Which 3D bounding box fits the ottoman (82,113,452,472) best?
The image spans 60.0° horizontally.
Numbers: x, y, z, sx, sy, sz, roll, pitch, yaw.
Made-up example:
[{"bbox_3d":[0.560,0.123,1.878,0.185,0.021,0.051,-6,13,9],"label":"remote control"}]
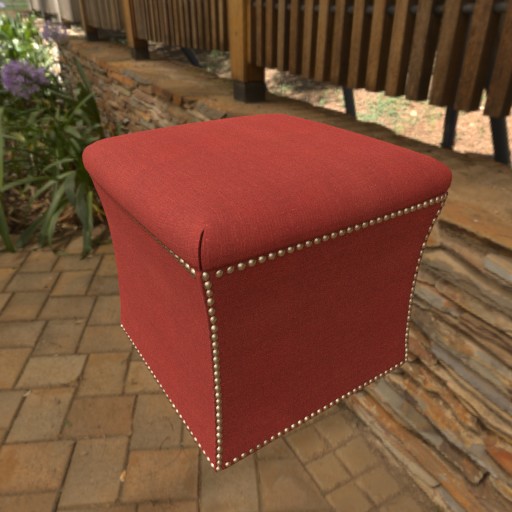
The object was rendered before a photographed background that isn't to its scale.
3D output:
[{"bbox_3d":[0.000,0.000,0.893,0.507,0.475,0.497,-18,34,-29],"label":"ottoman"}]
